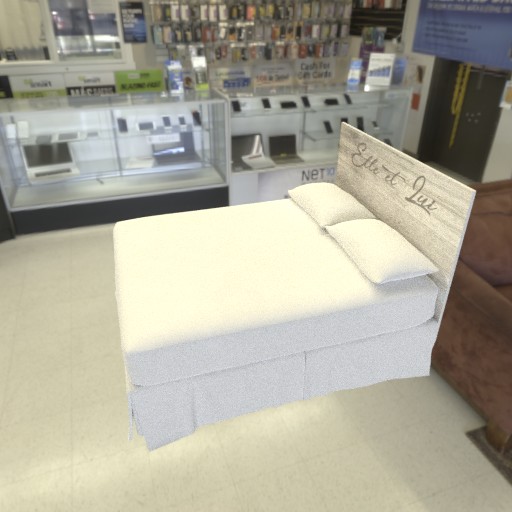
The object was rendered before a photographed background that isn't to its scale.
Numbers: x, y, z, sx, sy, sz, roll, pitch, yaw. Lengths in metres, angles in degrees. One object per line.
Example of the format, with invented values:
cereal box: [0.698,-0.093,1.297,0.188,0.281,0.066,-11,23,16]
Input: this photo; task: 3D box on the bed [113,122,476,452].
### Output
bed: [0.000,0.000,3.163,2.094,1.335,1.745,-9,32,-15]
